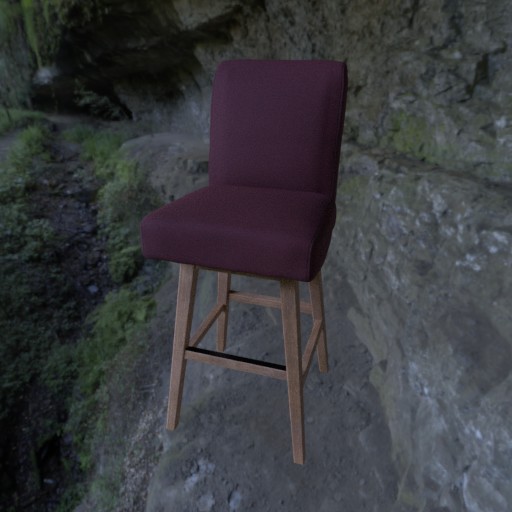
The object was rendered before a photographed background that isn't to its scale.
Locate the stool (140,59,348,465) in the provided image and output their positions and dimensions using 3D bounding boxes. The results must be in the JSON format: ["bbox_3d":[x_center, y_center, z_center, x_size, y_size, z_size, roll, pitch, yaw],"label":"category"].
[{"bbox_3d":[0.000,0.000,1.362,0.468,1.093,0.562,8,26,16],"label":"stool"}]
